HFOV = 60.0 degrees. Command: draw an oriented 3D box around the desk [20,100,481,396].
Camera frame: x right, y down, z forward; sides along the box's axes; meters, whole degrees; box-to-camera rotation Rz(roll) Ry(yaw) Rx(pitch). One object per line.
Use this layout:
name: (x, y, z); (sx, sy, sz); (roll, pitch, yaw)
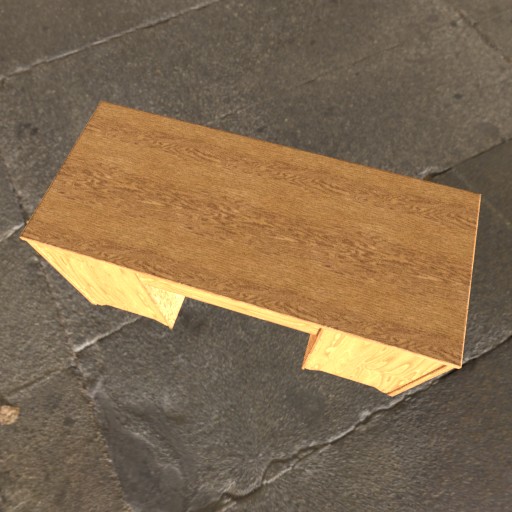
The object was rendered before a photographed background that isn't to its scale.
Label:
desk: (0.000, 0.000, 1.969); (1.567, 0.751, 0.685); (16, 66, 7)
